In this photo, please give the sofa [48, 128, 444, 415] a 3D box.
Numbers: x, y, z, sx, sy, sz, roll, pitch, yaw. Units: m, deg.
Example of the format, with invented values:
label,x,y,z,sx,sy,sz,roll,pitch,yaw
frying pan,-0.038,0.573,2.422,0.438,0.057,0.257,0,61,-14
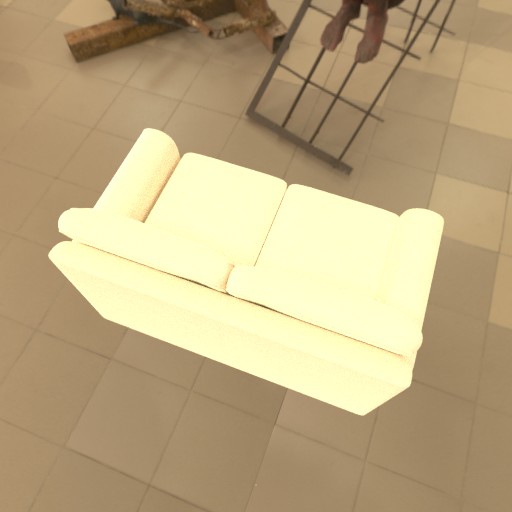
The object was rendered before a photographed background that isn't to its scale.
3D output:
label,x,y,z,sx,sy,sz,roll,pitch,yaw
sofa,0.000,0.000,2.341,1.727,0.940,0.991,18,64,9
